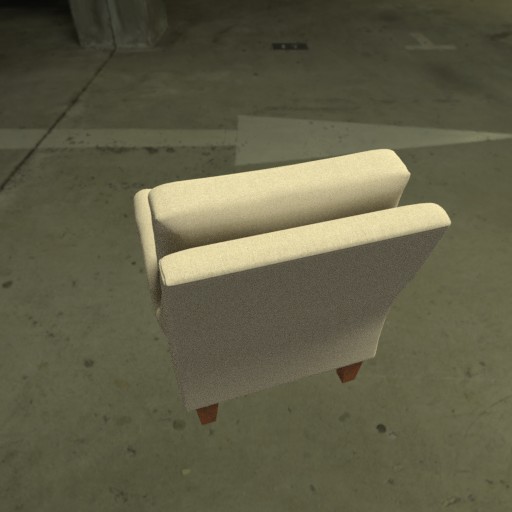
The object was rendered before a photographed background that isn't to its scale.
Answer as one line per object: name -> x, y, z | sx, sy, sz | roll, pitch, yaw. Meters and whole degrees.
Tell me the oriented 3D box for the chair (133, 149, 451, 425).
chair -> 0.000, 0.000, 1.828 | 0.895, 1.076, 1.078 | -12, 41, -14
